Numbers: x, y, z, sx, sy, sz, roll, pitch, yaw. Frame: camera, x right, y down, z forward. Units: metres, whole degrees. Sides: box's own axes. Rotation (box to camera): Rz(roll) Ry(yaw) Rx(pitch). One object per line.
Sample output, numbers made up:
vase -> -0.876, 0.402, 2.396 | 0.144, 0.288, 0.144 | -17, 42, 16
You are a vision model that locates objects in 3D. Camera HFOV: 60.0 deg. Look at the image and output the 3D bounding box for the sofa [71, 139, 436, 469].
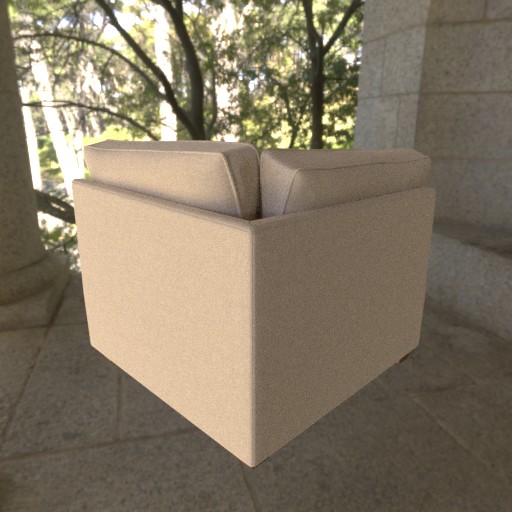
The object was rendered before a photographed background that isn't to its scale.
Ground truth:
sofa -> 0.000, 0.000, 1.818 | 1.050, 0.937, 1.042 | -15, 22, -42
